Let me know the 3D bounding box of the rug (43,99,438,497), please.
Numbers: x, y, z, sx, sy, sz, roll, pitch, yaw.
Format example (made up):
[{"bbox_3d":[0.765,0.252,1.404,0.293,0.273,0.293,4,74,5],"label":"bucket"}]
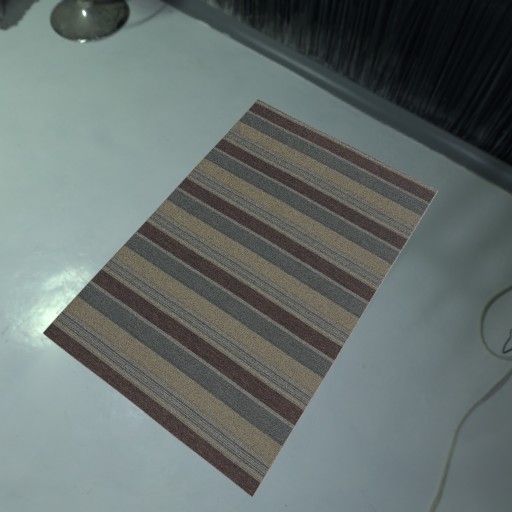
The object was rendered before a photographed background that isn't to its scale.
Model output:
[{"bbox_3d":[0.000,0.000,2.293,1.219,0.008,1.829,31,68,15],"label":"rug"}]
